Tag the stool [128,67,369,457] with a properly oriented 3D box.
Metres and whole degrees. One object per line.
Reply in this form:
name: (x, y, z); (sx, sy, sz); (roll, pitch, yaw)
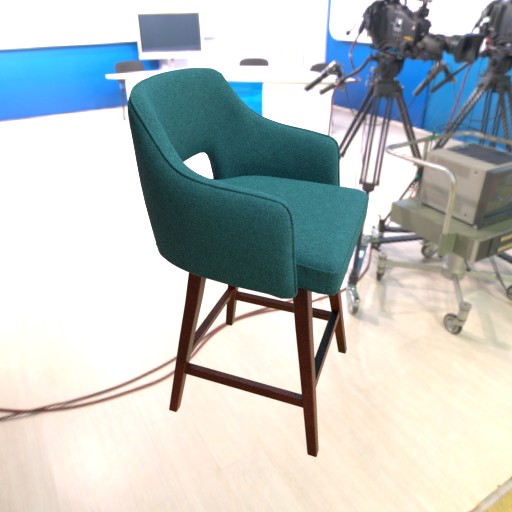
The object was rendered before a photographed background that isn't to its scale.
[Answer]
stool: (0.000, 0.000, 1.284); (0.556, 0.961, 0.548); (11, 33, 17)
